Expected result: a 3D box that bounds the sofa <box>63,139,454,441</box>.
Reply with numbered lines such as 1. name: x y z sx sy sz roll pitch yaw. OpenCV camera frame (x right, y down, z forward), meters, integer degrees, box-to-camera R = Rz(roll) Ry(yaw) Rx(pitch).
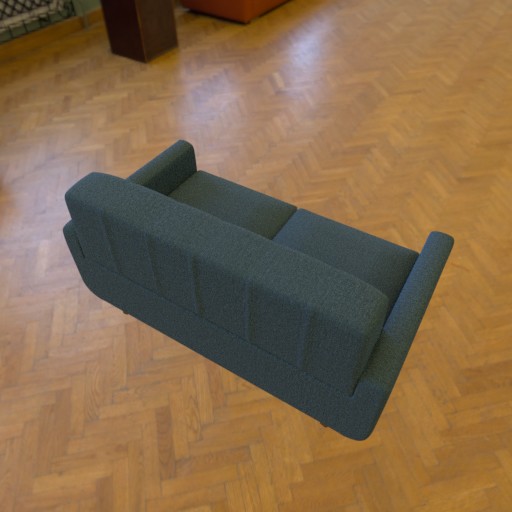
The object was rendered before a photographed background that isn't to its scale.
1. sofa: 0.000 0.000 2.218 1.651 0.896 0.942 24 51 21
